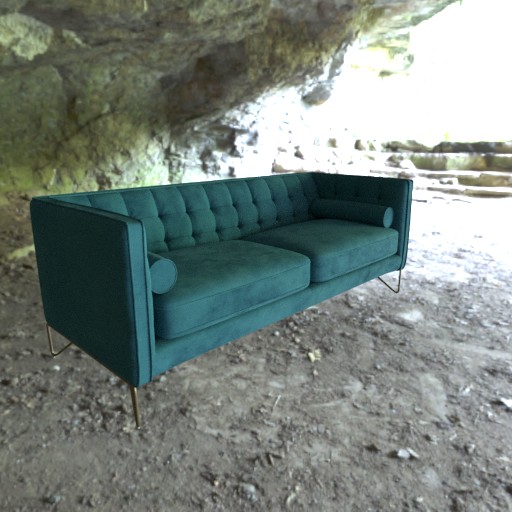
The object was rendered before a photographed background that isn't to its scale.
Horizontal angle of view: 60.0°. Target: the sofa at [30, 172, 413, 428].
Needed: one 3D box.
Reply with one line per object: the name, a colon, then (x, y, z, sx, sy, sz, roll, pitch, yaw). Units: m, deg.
sofa: (0.000, 0.000, 2.504, 0.867, 0.789, 2.087, 14, 21, 42)
